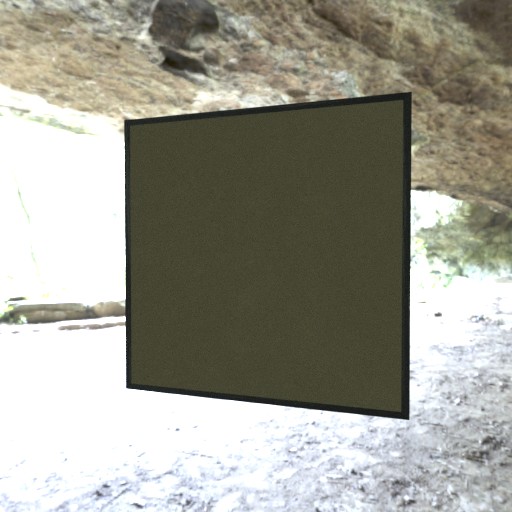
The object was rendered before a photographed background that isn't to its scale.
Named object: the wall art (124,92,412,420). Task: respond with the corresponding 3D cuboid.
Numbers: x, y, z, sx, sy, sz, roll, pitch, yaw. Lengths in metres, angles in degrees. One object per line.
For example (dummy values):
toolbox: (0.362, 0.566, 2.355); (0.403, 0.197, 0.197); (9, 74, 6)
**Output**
wall art: (0.000, 0.000, 1.158); (0.762, 0.758, 0.043); (0, 1, 17)
